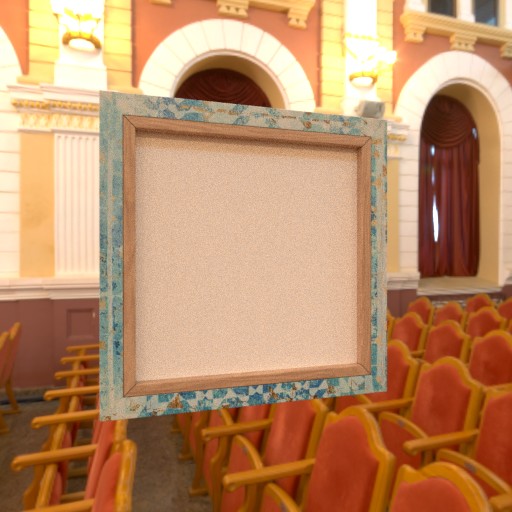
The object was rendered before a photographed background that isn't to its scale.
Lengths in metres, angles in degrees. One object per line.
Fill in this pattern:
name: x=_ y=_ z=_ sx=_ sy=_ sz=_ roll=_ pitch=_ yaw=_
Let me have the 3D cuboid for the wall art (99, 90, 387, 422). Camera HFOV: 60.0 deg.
wall art: x=0.000 y=0.000 z=1.376 sx=0.916 sy=0.916 sz=0.040 roll=0 pitch=0 yaw=-17
